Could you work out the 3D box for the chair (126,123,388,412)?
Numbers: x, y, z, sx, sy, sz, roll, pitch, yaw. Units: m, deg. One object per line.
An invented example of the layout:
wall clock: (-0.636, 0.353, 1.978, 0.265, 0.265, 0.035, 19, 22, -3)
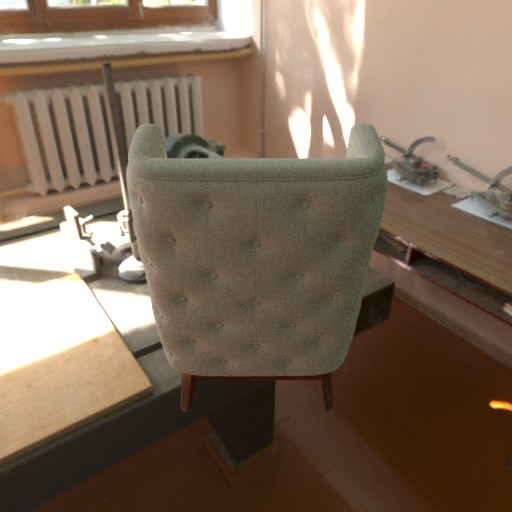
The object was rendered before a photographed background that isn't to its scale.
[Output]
chair: (0.000, 0.000, 1.713, 0.778, 1.079, 0.899, 0, 31, 0)
